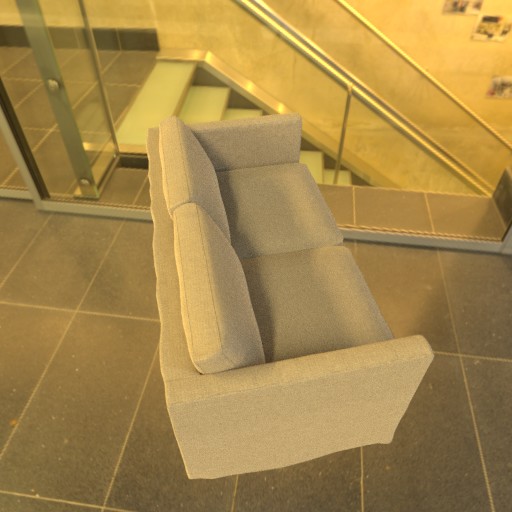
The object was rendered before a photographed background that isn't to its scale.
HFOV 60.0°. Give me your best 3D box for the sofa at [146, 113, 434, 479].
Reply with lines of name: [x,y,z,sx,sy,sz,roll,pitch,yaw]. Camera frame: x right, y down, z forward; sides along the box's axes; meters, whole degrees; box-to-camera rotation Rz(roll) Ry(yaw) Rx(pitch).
sofa: [0.000,0.000,2.237,0.956,0.828,1.766,-8,46,-8]
